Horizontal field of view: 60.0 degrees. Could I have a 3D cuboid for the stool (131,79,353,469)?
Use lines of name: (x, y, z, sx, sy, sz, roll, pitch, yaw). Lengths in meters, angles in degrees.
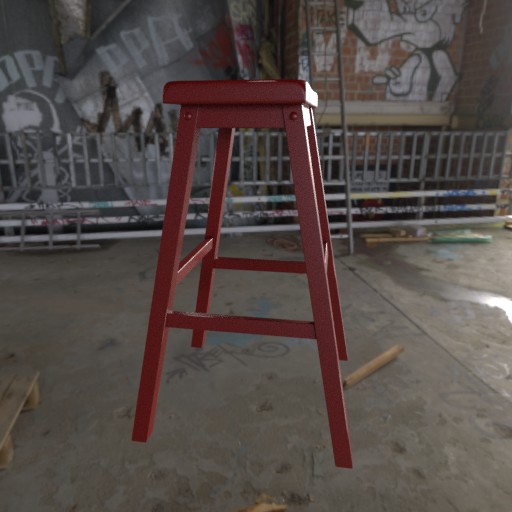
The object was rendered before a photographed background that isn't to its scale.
stool: (0.000, 0.000, 1.039, 0.476, 0.737, 0.457, 3, 18, 9)
